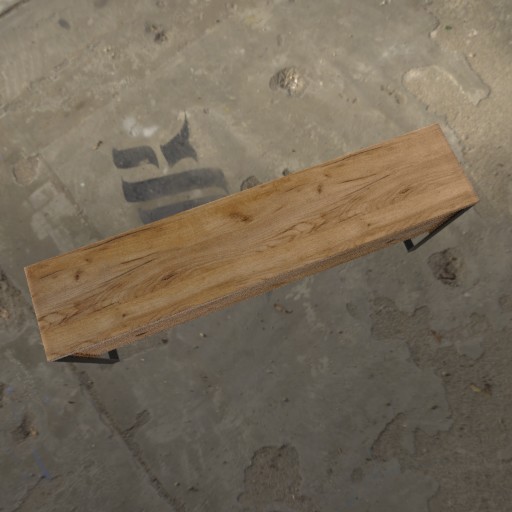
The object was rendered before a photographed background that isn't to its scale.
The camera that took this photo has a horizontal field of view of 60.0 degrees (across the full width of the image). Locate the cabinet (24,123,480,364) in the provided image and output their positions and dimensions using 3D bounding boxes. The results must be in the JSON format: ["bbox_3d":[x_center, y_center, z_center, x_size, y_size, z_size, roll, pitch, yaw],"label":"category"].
[{"bbox_3d":[0.000,0.000,2.139,1.800,0.762,0.395,-20,76,-5],"label":"cabinet"}]
